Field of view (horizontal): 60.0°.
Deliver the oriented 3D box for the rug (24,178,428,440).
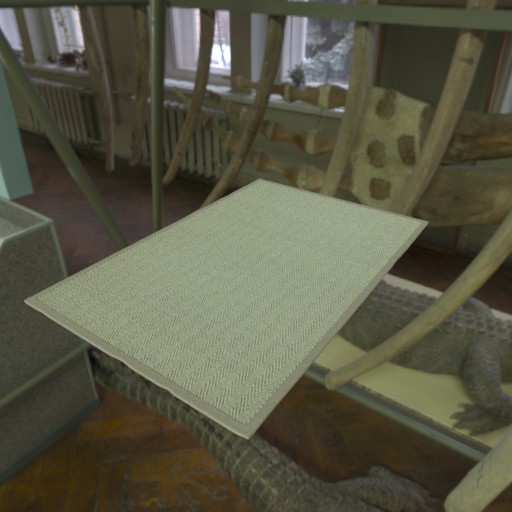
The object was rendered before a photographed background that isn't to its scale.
[{"bbox_3d":[0.000,0.000,2.876,1.540,0.021,2.290,20,36,30],"label":"rug"}]
